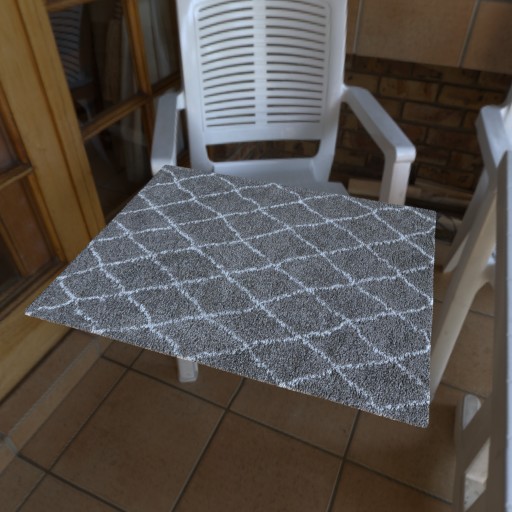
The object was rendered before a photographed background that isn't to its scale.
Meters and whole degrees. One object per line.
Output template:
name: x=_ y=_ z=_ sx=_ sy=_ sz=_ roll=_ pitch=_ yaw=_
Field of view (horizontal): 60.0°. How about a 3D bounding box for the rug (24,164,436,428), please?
rug: x=0.000 y=0.000 z=3.980 sx=3.047 sy=0.029 sz=2.438 roll=12 pitch=42 yaw=14
